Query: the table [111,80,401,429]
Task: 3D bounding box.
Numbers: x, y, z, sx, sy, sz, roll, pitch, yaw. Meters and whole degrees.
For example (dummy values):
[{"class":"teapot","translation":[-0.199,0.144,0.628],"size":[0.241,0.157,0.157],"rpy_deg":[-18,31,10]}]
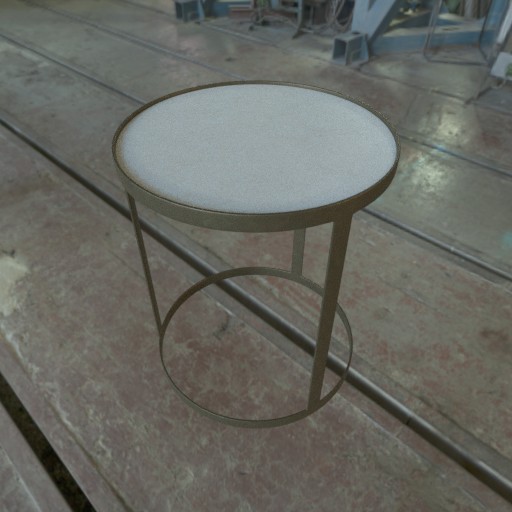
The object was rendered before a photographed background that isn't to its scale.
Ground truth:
[{"class":"table","translation":[0.000,0.000,0.943],"size":[0.480,0.565,0.480],"rpy_deg":[0,41,0]}]
